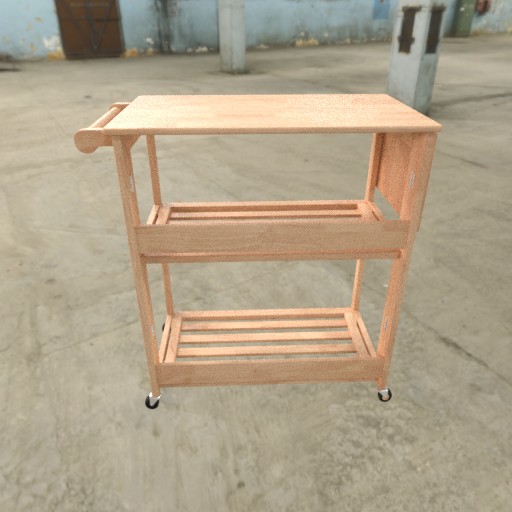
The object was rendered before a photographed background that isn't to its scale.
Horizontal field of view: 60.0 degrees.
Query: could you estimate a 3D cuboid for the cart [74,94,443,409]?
[{"bbox_3d":[0.000,0.000,1.367,0.853,0.879,0.432,-1,29,-2],"label":"cart"}]
